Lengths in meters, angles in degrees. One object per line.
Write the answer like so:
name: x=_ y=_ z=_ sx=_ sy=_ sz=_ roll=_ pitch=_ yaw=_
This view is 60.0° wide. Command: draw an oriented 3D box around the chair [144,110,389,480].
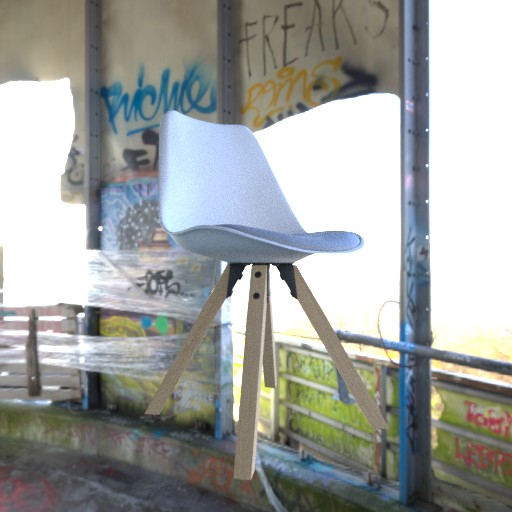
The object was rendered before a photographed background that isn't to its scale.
chair: x=0.000 y=0.000 z=1.165 sx=0.485 sy=0.850 sz=0.550 roll=0 pitch=0 yaw=-36
